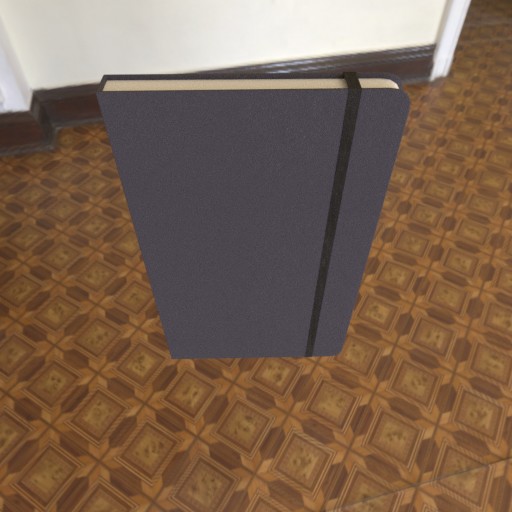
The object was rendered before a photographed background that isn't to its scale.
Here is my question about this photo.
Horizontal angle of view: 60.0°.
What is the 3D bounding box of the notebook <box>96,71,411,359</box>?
[{"bbox_3d":[0.000,0.000,0.259,0.127,0.213,0.016,-1,48,-1],"label":"notebook"}]
